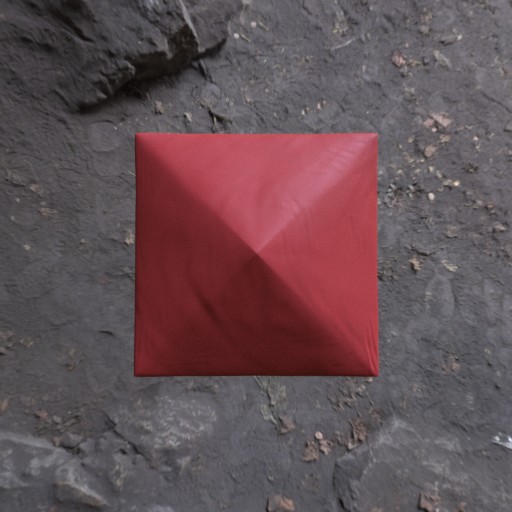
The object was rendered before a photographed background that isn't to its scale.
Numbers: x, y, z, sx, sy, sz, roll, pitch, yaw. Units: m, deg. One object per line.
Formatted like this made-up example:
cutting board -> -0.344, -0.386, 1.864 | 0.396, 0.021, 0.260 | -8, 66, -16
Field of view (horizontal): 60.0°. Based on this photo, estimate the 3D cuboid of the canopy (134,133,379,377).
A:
canopy -> 0.000, 0.000, 5.168 | 2.848, 2.849, 2.849 | 0, 89, 0
